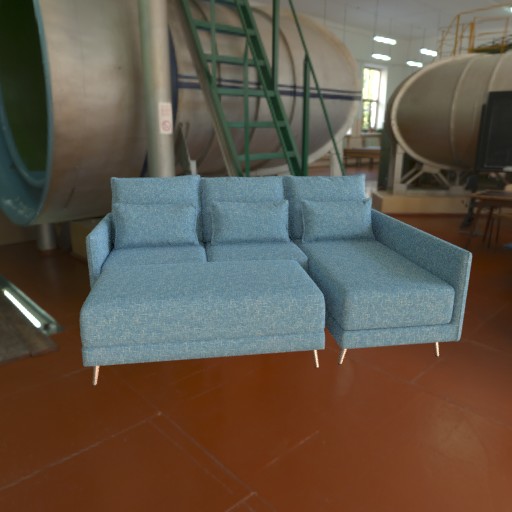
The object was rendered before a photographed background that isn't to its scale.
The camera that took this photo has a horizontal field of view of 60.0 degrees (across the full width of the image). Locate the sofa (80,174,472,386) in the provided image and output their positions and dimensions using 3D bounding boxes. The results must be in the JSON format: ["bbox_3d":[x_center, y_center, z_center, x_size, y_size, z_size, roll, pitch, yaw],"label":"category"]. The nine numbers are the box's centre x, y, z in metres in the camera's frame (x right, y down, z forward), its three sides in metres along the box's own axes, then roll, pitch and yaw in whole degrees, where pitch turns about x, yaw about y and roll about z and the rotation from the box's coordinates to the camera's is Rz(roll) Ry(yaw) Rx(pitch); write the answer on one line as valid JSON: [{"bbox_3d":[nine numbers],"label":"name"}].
[{"bbox_3d":[0.000,0.000,2.819,2.034,0.899,1.420,-2,16,-8],"label":"sofa"}]
